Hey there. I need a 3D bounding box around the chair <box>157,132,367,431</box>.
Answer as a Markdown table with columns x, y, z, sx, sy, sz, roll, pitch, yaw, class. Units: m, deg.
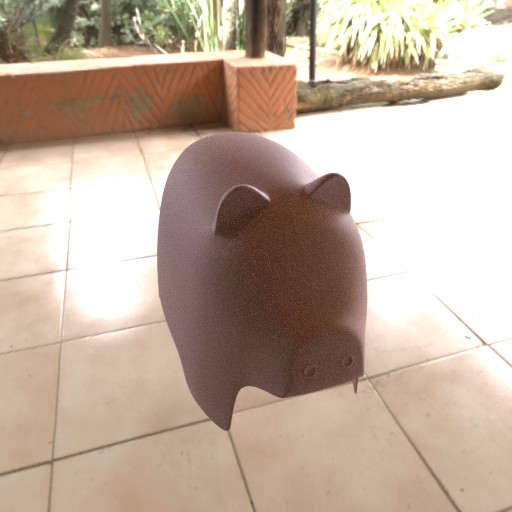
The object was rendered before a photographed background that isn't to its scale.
| x | y | z | sx | sy | sz | roll | pitch | yaw | class |
| --- | --- | --- | --- | --- | --- | --- | --- | --- | --- |
| 0.000 | 0.000 | 0.843 | 0.364 | 0.423 | 0.619 | -10 | 34 | -16 | chair |
